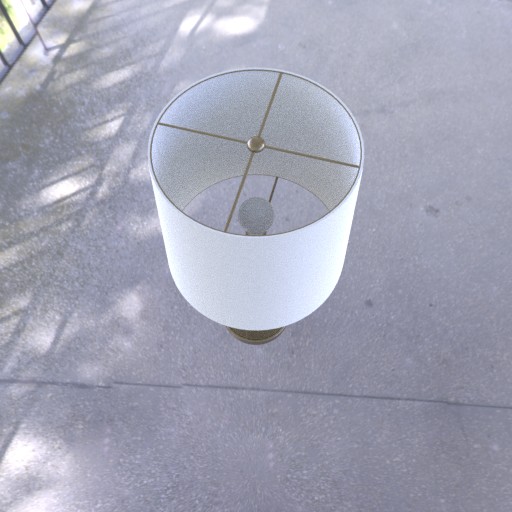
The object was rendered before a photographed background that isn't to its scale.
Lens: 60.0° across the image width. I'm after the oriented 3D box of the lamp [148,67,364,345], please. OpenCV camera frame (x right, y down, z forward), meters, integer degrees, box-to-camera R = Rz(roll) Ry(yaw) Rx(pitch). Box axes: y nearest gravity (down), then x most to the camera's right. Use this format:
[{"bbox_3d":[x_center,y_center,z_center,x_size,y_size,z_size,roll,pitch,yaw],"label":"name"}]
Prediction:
[{"bbox_3d":[0.000,0.000,0.803,0.303,0.618,0.303,0,64,0],"label":"lamp"}]
